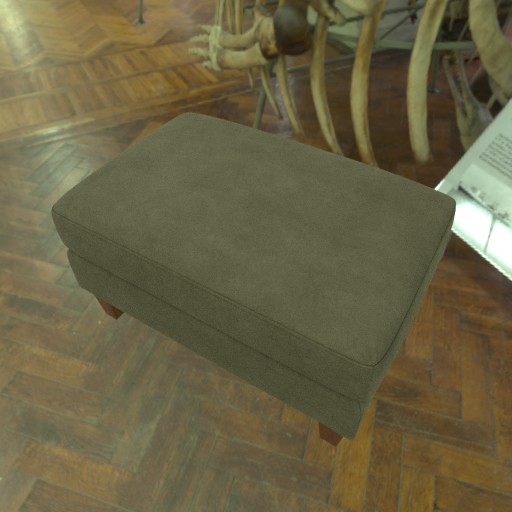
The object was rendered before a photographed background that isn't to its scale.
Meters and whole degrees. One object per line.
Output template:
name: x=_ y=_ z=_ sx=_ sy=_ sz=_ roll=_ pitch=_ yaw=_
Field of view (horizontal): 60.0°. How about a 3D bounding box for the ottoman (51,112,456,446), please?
ottoman: x=0.000 y=0.000 z=1.202 sx=0.864 sy=0.483 sz=0.584 roll=24 pitch=51 yaw=21
